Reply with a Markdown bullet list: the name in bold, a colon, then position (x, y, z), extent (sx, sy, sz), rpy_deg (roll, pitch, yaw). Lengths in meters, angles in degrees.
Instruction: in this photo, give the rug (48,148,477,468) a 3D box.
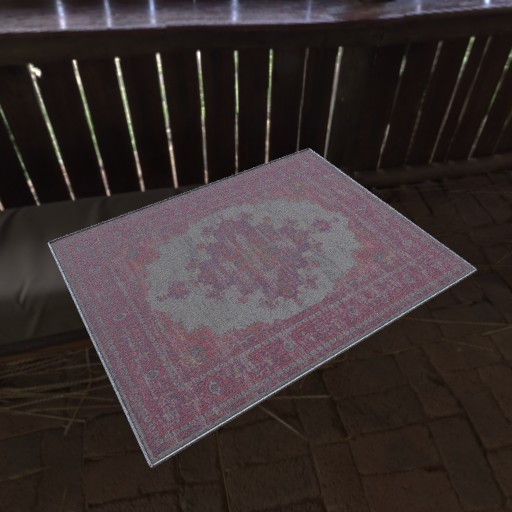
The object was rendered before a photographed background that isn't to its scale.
- **rug**: position (0.000, 0.000, 4.068), extent (3.123, 0.017, 2.447), rpy_deg (-24, 49, -23)
